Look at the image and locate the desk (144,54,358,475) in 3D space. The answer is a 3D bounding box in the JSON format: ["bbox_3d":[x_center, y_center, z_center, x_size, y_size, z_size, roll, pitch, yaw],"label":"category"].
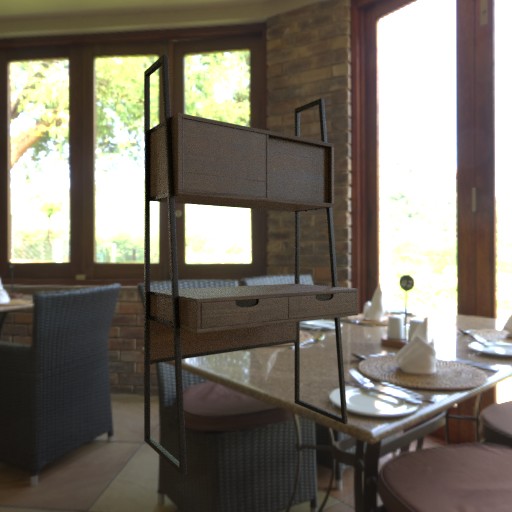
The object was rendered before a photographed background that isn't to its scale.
[{"bbox_3d":[0.000,0.000,2.242,0.982,1.809,0.515,0,0,-35],"label":"desk"}]
